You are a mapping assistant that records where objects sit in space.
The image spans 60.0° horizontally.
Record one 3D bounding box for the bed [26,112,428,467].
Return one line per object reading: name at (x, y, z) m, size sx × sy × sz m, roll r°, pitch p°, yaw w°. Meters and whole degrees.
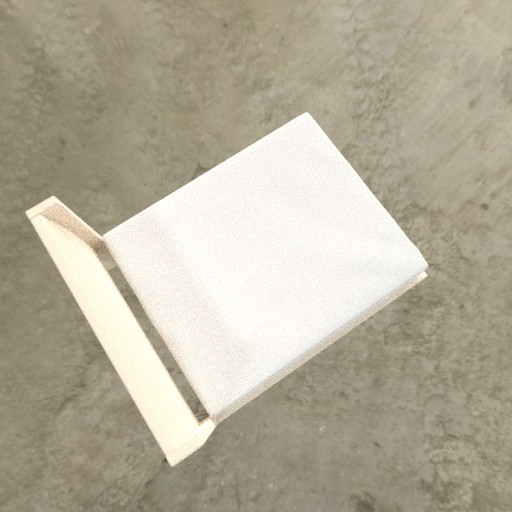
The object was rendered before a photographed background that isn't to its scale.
bed at (0.000, 0.000, 3.430) m, size 2.280 × 1.471 × 1.765 m, roll -33°, pitch 78°, yaw -8°
